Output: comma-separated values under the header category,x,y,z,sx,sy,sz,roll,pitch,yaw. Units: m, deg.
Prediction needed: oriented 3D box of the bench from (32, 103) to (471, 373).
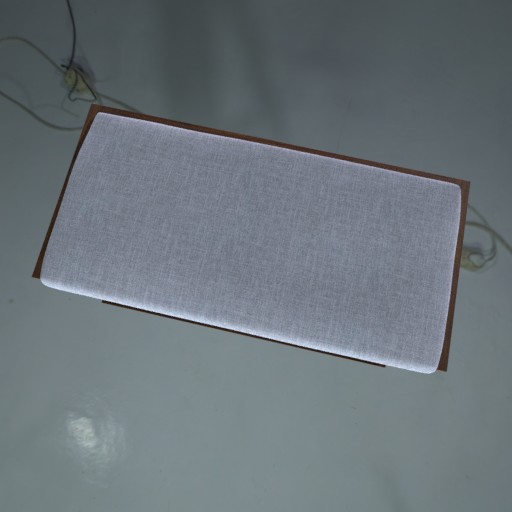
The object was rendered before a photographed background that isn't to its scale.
category,x,y,z,sx,sy,sz,roll,pitch,yaw
bench,0.000,0.000,0.996,0.734,0.461,0.362,12,77,3
